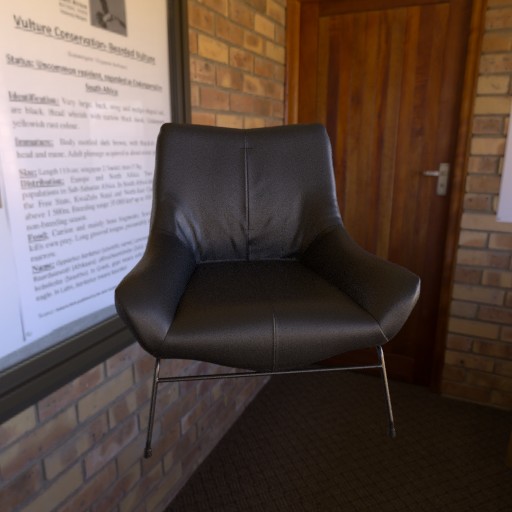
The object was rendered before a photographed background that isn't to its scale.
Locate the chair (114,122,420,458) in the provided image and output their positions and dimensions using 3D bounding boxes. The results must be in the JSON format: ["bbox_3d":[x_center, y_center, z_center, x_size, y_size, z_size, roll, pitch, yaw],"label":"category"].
[{"bbox_3d":[0.000,0.000,1.552,0.836,0.922,0.826,-2,15,-7],"label":"chair"}]
